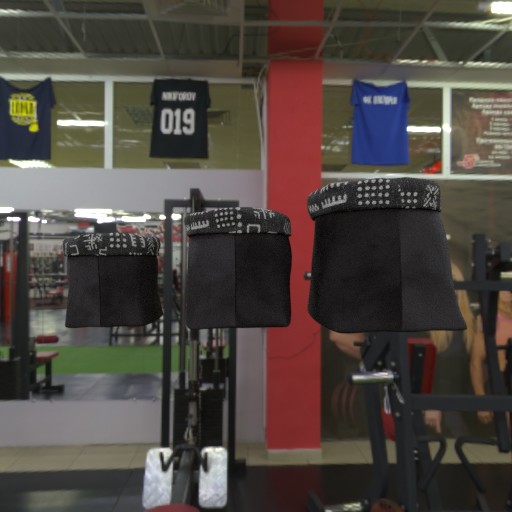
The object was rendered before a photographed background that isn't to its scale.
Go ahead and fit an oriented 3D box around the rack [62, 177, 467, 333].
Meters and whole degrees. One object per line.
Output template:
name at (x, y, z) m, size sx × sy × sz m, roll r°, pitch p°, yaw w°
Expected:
rack at (0.000, 0.000, 1.076) m, size 0.905 × 0.323 × 0.379 m, roll 0°, pitch -1°, yaw 0°
